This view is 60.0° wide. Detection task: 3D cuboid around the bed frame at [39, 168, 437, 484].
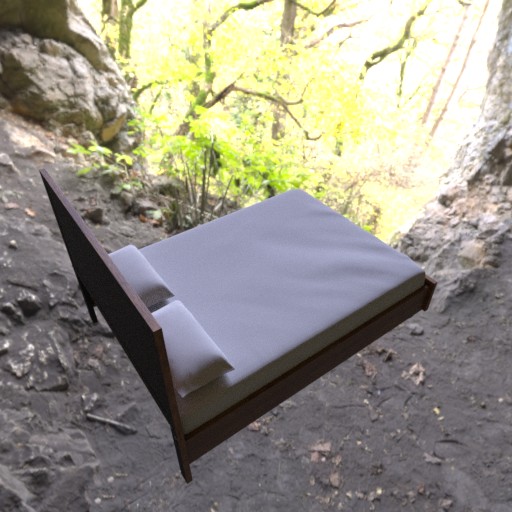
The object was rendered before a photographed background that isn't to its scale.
[{"bbox_3d":[0.000,0.000,3.323,2.276,1.417,1.696,-25,46,-27],"label":"bed frame"}]
